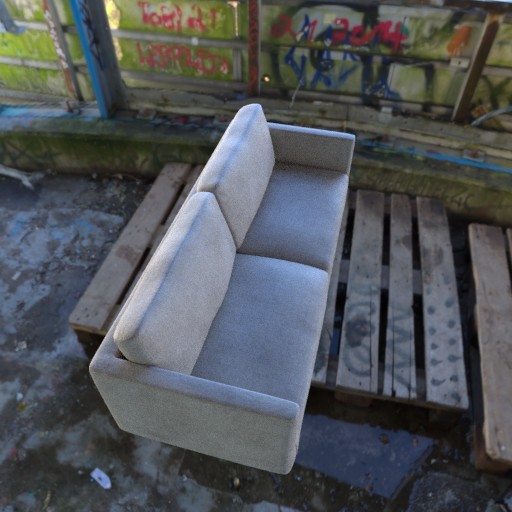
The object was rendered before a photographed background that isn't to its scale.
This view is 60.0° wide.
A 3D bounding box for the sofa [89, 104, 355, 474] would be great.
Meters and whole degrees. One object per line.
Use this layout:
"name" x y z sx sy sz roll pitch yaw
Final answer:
"sofa" 0.000 0.000 2.734 0.951 0.965 2.208 11 48 10
